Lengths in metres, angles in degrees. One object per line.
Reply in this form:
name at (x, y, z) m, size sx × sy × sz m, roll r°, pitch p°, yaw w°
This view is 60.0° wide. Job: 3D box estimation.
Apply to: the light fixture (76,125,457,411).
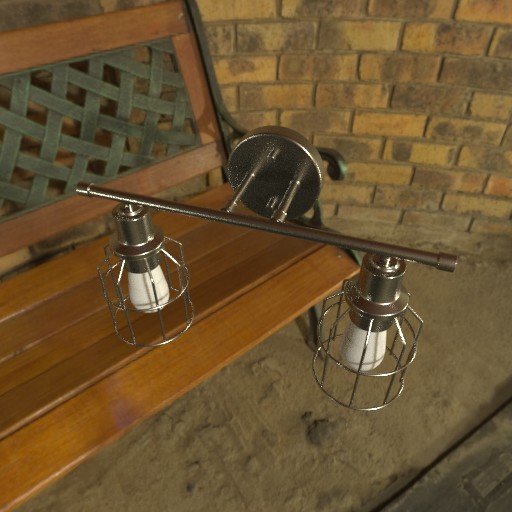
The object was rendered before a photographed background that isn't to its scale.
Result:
light fixture at (0.000, 0.000, 0.523) m, size 0.406 × 0.254 × 0.165 m, roll 12°, pitch 42°, yaw 14°
